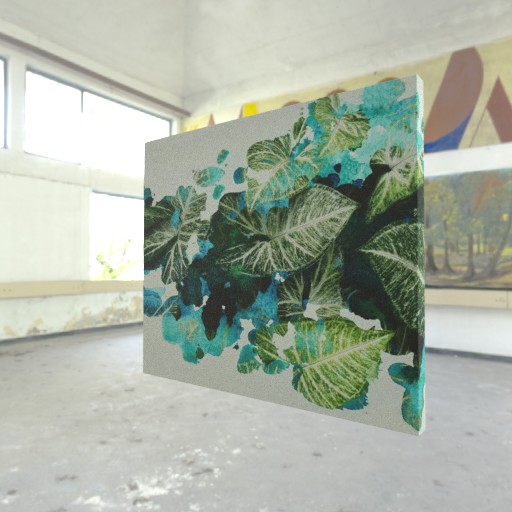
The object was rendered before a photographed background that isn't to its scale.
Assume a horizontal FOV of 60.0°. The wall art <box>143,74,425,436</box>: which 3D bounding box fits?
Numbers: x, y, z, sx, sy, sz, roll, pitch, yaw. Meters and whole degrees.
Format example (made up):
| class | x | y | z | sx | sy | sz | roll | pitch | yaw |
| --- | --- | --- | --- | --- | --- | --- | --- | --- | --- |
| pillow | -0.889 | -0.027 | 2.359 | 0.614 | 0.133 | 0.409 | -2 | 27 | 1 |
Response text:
| class | x | y | z | sx | sy | sz | roll | pitch | yaw |
| --- | --- | --- | --- | --- | --- | --- | --- | --- | --- |
| wall art | 0.000 | 0.000 | 0.974 | 0.711 | 0.610 | 0.043 | -1 | -1 | 37 |
